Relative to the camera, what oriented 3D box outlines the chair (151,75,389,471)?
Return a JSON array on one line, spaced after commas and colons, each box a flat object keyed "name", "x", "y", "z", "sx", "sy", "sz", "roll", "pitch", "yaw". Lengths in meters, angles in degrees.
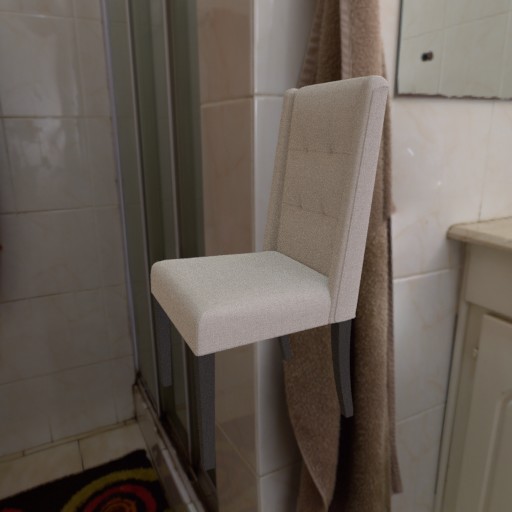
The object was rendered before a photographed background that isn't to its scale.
[{"name": "chair", "x": 0.000, "y": 0.000, "z": 1.280, "sx": 0.523, "sy": 0.961, "sz": 0.474, "roll": -7, "pitch": 17, "yaw": -24}]
